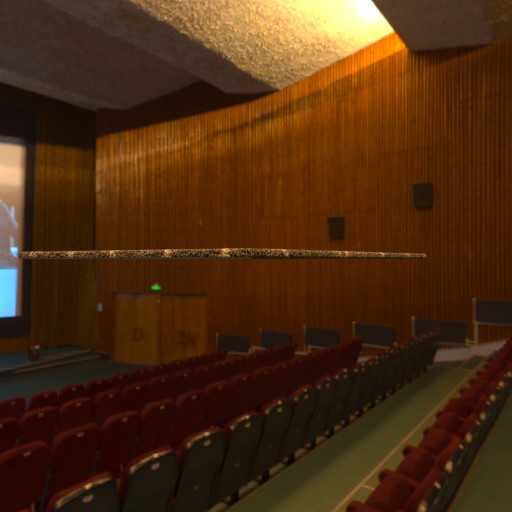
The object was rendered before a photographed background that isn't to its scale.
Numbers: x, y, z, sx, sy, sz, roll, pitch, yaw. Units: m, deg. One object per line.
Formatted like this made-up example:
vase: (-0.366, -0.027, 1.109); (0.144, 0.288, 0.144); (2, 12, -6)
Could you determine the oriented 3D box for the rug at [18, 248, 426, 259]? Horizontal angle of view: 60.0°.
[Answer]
rug: (0.000, 0.000, 2.245); (1.219, 0.030, 1.778); (0, 0, 35)
